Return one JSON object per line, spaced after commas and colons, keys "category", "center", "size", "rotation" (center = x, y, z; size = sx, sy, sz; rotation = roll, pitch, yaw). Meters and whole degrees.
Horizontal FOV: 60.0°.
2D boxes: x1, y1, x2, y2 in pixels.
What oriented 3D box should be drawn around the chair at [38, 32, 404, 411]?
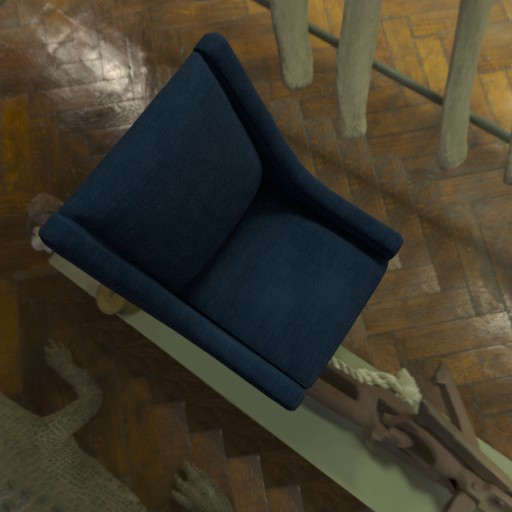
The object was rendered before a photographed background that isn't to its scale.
{"category": "chair", "center": [0.000, 0.000, 1.609], "size": [0.870, 1.014, 0.774], "rotation": [34, 79, 8]}
